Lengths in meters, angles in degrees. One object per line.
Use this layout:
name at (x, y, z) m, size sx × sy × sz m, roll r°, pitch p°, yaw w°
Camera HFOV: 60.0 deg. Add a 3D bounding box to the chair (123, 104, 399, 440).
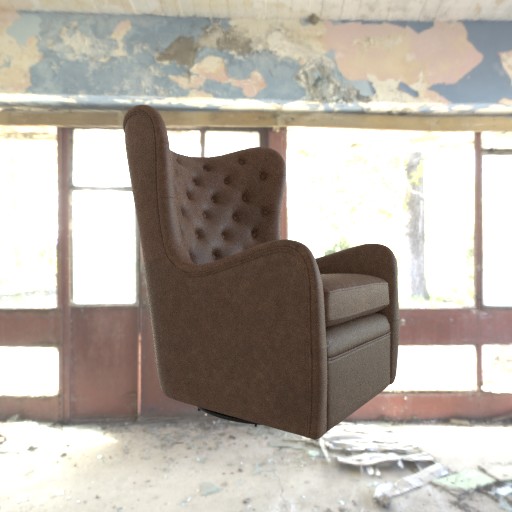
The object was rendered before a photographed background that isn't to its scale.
chair at (0.000, 0.000, 1.767) m, size 0.930 × 1.079 × 0.831 m, roll 0°, pitch 1°, yaw 35°
